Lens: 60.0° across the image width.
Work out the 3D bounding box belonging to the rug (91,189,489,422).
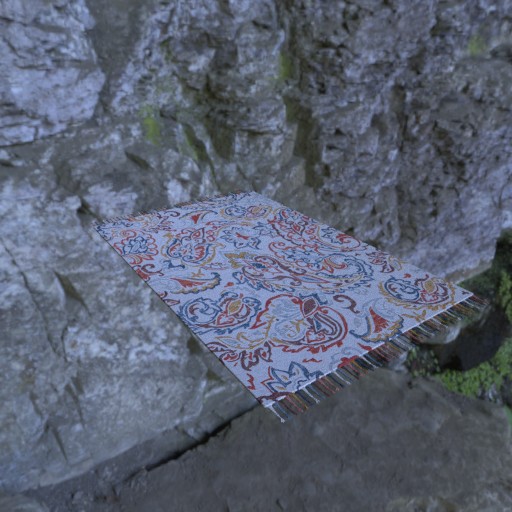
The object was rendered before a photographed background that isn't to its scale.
[{"bbox_3d":[0.000,0.000,2.433,1.218,0.010,1.997,-18,32,-31],"label":"rug"}]
